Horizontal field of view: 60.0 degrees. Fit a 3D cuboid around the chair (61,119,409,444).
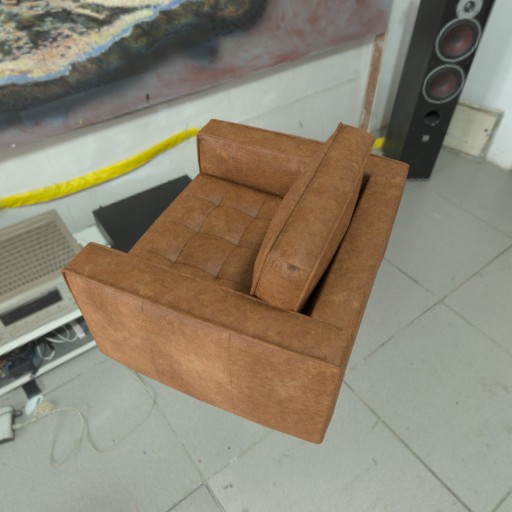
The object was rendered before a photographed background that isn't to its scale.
[{"bbox_3d":[0.000,0.000,1.511,0.798,0.767,0.928,17,49,16],"label":"chair"}]
